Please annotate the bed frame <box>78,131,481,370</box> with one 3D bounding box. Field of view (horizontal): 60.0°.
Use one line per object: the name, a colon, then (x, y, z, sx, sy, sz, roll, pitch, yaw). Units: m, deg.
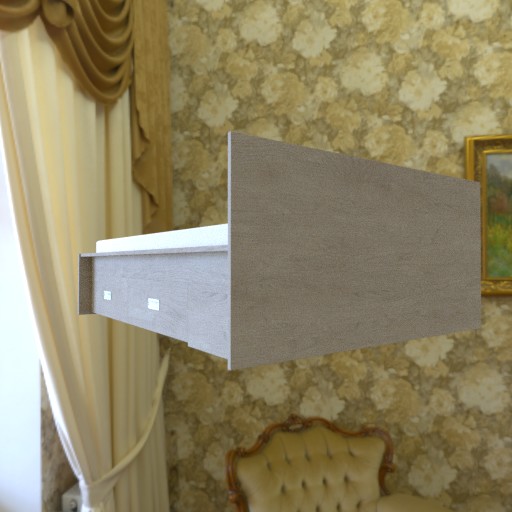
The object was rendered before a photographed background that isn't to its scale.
bed frame: (0.000, 0.000, 2.748, 1.622, 0.800, 1.960, 1, -1, -36)
